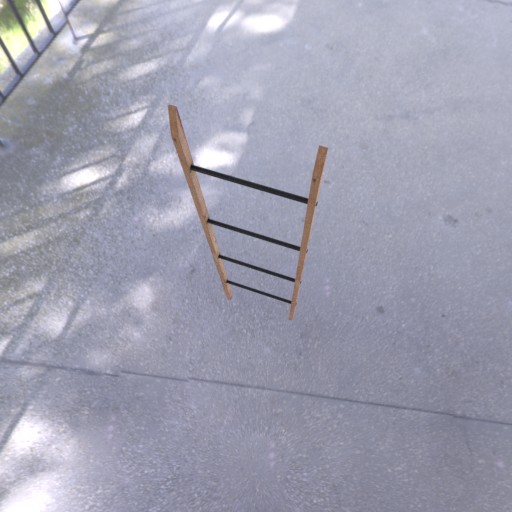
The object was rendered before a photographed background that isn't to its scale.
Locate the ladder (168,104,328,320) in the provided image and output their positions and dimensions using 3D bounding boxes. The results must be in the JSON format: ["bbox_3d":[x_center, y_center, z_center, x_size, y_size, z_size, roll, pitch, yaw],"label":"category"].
[{"bbox_3d":[0.000,0.000,1.978,0.442,1.805,0.200,18,65,8],"label":"ladder"}]
